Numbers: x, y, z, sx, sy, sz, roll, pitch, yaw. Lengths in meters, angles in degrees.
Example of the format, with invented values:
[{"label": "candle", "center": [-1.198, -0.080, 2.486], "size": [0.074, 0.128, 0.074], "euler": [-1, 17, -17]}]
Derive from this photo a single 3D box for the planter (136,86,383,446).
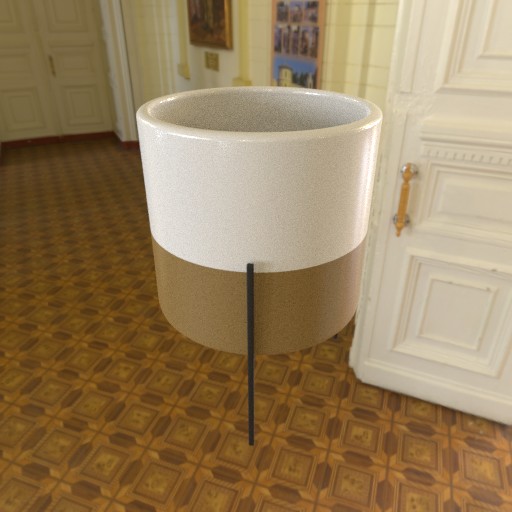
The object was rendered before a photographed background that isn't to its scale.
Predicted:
[{"label": "planter", "center": [0.000, 0.000, 0.657], "size": [0.310, 0.432, 0.310], "euler": [10, 31, 16]}]
